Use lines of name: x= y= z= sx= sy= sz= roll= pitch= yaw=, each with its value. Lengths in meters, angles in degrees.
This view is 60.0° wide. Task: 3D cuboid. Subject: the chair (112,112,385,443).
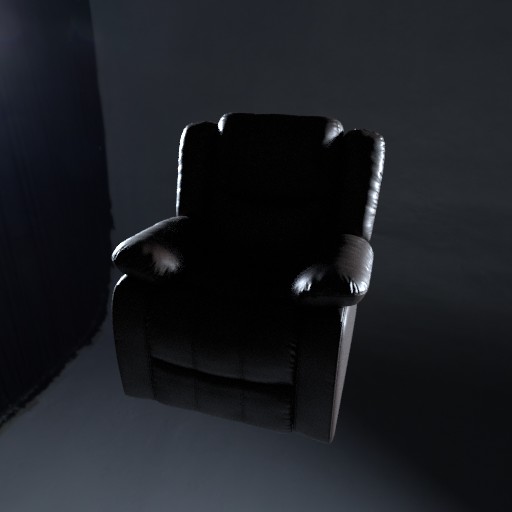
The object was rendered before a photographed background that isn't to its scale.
chair: x=0.000 y=0.000 z=1.768 sx=0.899 sy=1.009 sz=0.934 roll=8 pitch=27 yaw=15
